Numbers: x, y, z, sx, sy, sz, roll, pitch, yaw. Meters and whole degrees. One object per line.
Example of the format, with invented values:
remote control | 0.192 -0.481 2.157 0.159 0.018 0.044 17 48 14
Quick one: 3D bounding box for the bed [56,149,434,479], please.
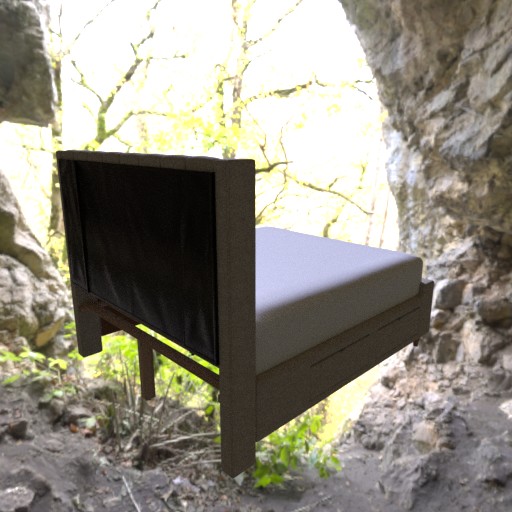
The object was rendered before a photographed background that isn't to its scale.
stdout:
bed | 0.000 0.000 3.715 2.372 1.748 2.044 -14 20 -42
